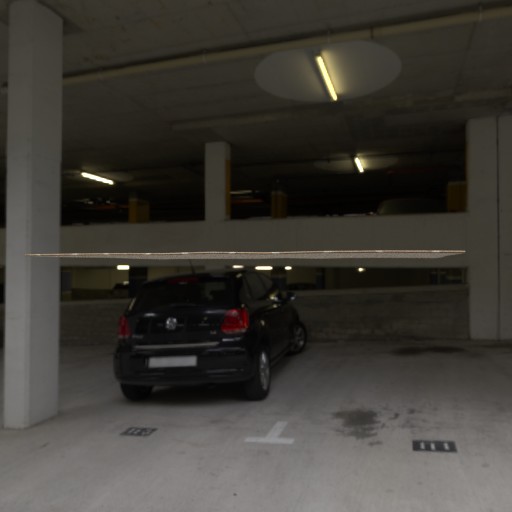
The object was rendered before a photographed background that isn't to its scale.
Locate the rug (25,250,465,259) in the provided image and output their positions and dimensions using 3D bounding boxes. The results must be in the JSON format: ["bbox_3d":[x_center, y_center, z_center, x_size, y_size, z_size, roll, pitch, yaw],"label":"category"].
[{"bbox_3d":[0.000,0.000,2.200,1.761,0.013,1.152,0,-1,18],"label":"rug"}]
